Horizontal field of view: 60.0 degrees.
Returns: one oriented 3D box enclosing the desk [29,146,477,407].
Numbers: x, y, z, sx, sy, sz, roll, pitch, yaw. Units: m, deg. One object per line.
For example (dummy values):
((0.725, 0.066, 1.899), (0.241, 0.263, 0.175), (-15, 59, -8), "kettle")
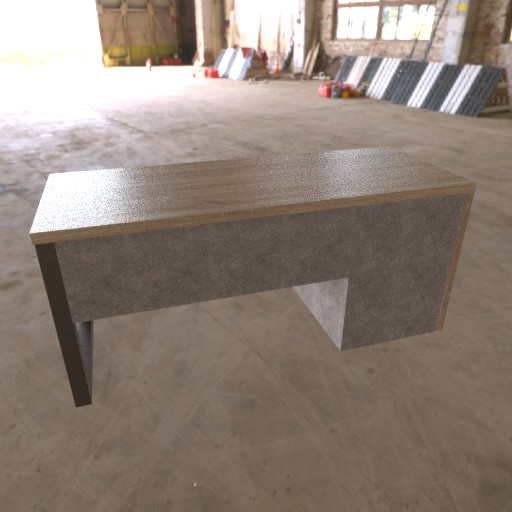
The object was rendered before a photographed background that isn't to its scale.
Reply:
((0.000, 0.000, 2.077), (1.700, 0.760, 0.690), (-8, 28, -15), "desk")
